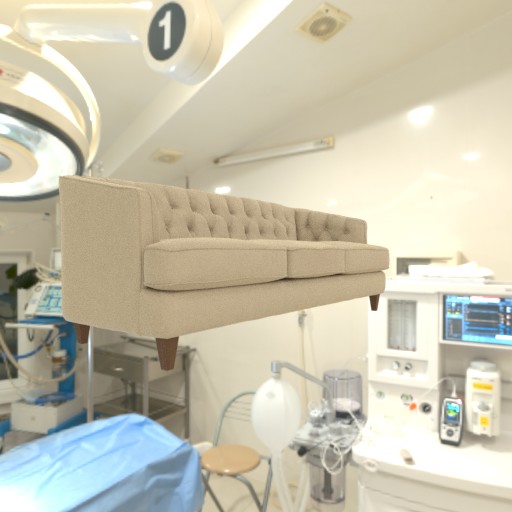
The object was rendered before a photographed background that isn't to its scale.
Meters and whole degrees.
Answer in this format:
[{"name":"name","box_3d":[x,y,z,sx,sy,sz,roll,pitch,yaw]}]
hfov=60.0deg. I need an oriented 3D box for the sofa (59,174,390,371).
[{"name":"sofa","box_3d":[0.000,0.000,2.770,0.941,0.855,2.278,0,1,37]}]
